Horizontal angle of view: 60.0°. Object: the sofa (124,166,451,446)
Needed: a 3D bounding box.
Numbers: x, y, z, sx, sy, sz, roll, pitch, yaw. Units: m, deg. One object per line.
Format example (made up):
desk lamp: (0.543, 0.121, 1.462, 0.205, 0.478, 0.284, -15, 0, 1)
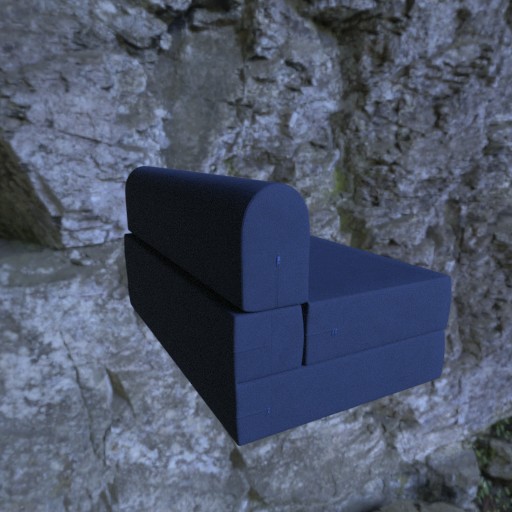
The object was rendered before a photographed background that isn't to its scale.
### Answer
sofa: (0.000, 0.000, 1.723, 0.762, 0.660, 1.219, -7, 15, -27)
